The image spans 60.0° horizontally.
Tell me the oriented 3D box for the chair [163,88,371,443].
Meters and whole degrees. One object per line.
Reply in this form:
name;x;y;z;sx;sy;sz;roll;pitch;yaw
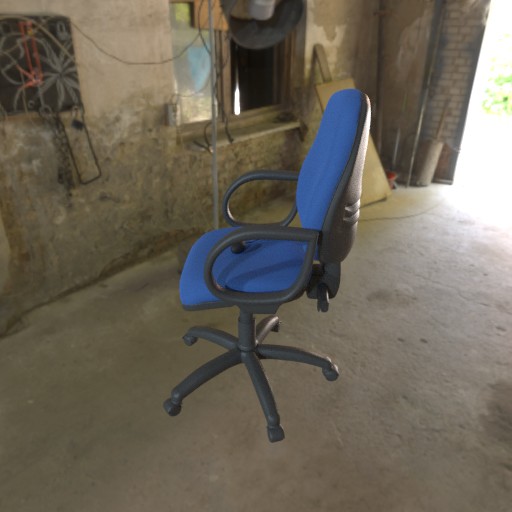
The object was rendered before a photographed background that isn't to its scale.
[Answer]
chair;0.000;0.000;1.263;0.549;0.905;0.552;1;28;2
